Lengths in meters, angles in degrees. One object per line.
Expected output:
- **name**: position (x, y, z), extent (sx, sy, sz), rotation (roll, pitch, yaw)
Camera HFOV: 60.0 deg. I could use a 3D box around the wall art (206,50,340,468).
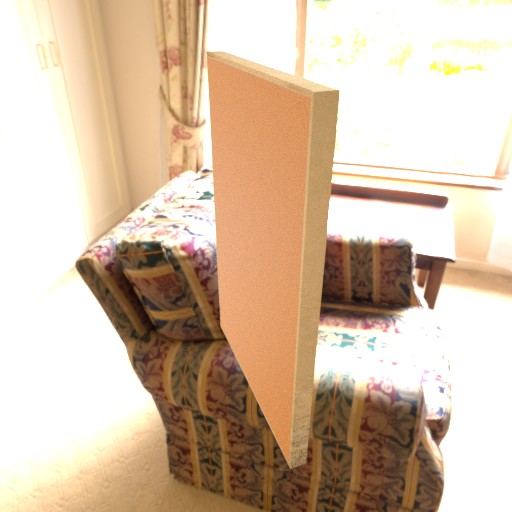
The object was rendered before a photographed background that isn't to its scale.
- **wall art**: position (0.000, 0.000, 0.960), extent (0.038, 0.764, 0.508), rotation (-11, 32, -18)
